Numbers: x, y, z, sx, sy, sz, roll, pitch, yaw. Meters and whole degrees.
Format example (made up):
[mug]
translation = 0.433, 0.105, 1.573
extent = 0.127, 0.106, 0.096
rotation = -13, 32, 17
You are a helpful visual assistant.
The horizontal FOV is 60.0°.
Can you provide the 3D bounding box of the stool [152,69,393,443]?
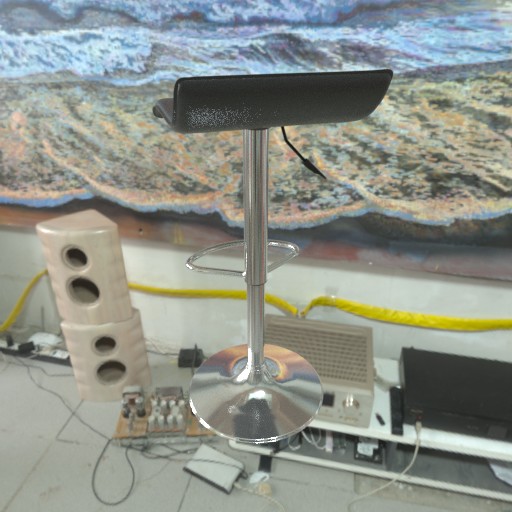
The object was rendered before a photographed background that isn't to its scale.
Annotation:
[stool]
translation = 0.000, 0.000, 1.060
extent = 0.381, 0.851, 0.381
rotation = -9, 29, -16
